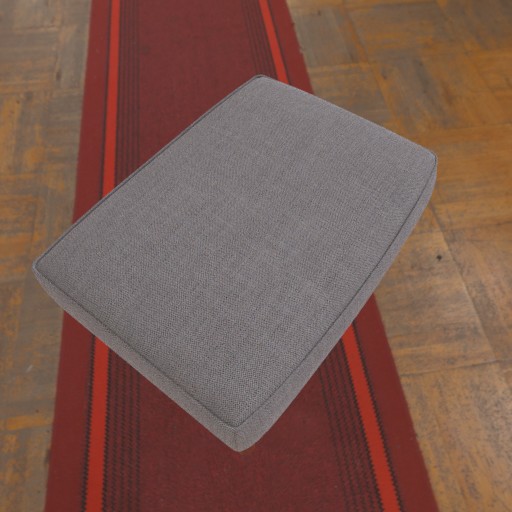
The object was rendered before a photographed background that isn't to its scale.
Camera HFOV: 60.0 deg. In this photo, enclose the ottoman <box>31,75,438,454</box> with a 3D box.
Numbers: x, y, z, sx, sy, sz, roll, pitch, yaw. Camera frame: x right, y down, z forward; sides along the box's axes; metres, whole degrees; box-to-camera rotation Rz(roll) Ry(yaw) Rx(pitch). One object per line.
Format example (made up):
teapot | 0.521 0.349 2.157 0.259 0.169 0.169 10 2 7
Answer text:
ottoman | 0.000 0.000 1.054 0.555 0.458 0.750 33 64 19
